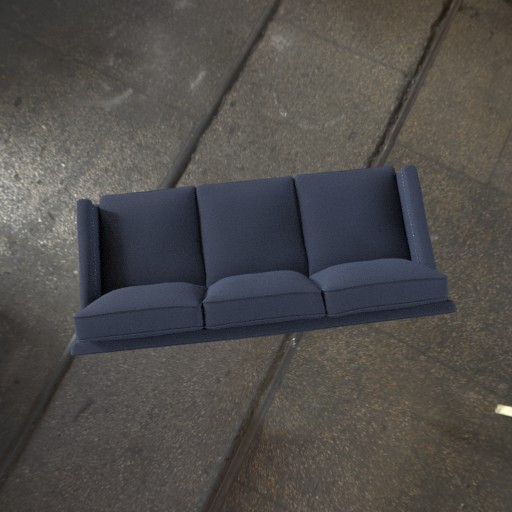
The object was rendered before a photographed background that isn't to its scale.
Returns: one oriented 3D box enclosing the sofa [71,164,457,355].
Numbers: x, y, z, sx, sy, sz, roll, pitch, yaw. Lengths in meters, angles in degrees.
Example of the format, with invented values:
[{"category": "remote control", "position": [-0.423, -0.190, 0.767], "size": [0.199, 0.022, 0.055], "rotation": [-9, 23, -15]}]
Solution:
[{"category": "sofa", "position": [0.000, 0.000, 2.913], "size": [2.246, 1.003, 1.084], "rotation": [-6, 77, -1]}]
